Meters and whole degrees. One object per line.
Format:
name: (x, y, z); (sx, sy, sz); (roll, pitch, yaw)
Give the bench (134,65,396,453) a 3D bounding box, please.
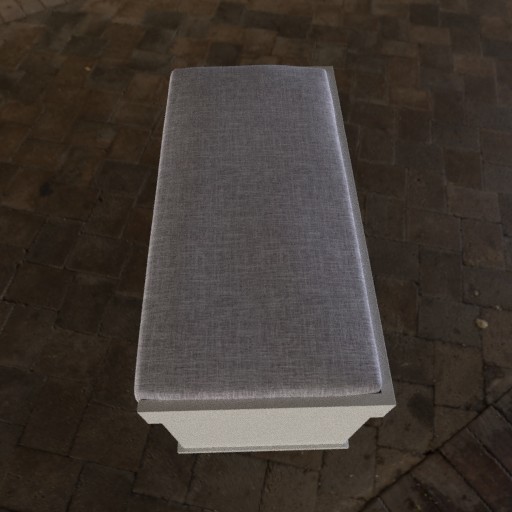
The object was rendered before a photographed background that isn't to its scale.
bench: (0.000, 0.000, 0.963); (0.362, 0.461, 0.734); (-1, 58, -1)
